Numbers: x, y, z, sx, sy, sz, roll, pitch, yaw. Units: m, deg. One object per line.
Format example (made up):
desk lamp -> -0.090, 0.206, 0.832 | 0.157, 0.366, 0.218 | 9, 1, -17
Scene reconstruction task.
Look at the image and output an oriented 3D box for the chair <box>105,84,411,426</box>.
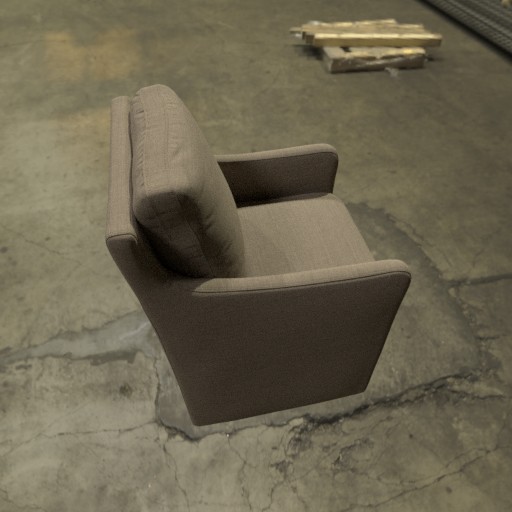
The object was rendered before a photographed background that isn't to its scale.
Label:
chair -> 0.000, 0.000, 1.343 | 0.694, 0.914, 0.626 | -9, 46, -8
